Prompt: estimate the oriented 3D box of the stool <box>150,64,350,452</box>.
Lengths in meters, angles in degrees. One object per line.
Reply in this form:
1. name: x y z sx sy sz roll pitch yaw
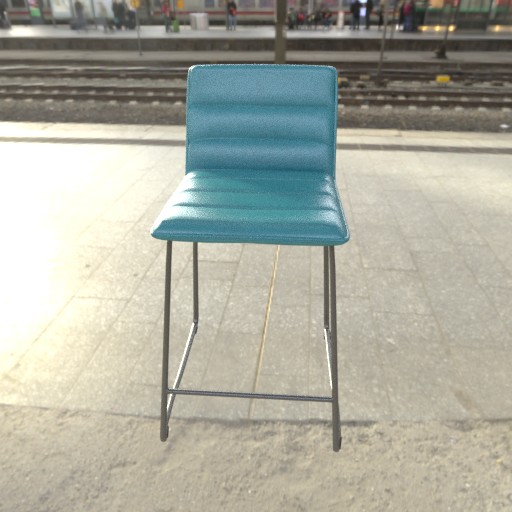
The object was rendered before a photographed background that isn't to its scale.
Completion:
1. stool: 0.000 0.000 1.145 0.489 0.866 0.524 2 29 3
